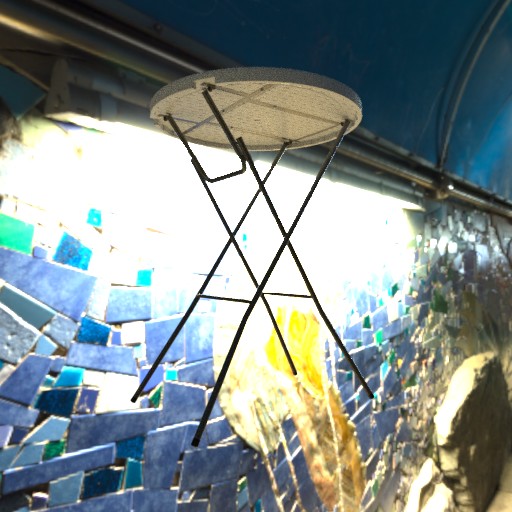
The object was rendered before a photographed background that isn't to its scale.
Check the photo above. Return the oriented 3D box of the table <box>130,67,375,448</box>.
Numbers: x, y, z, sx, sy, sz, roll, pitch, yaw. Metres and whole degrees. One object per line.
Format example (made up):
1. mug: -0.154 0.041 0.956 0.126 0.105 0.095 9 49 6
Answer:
1. table: 0.000 0.000 1.692 0.795 1.105 0.792 1 -2 -35
